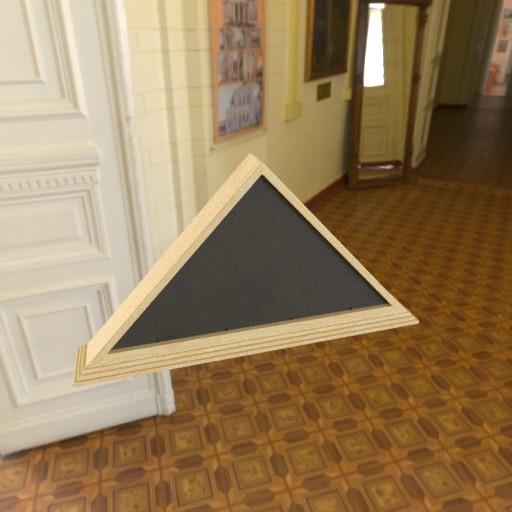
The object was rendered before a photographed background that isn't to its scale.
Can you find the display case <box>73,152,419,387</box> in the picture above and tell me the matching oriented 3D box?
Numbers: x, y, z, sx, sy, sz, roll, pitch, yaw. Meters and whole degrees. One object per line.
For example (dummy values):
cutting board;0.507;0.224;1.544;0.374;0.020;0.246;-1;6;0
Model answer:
display case;0.000;0.000;0.760;0.640;0.340;0.095;-7;27;-14
